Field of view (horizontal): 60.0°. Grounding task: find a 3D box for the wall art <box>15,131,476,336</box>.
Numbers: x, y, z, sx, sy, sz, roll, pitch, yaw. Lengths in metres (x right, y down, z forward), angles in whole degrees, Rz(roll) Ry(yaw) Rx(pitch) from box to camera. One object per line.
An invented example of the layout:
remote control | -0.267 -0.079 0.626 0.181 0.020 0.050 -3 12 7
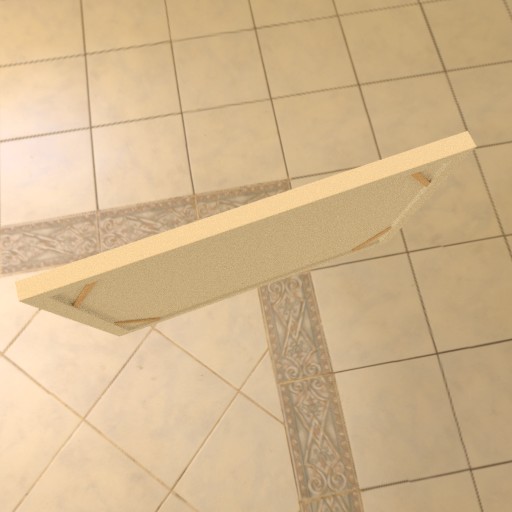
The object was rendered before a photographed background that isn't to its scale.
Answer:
wall art | 0.000 0.000 1.131 0.914 0.609 0.038 -19 75 -5
